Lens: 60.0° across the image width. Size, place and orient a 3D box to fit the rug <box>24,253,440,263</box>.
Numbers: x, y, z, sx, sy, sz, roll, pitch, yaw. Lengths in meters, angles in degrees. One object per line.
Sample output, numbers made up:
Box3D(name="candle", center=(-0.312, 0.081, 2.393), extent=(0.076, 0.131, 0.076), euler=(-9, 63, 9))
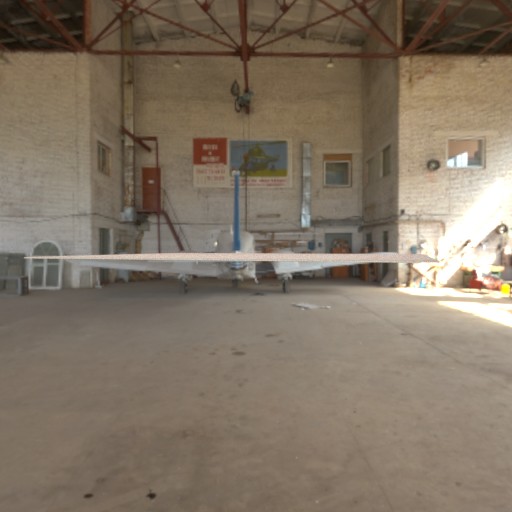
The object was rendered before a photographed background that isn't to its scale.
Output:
Box3D(name="rug", center=(0.000, 0.000, 4.045), extent=(2.980, 0.012, 2.363), euler=(0, 1, 19))
